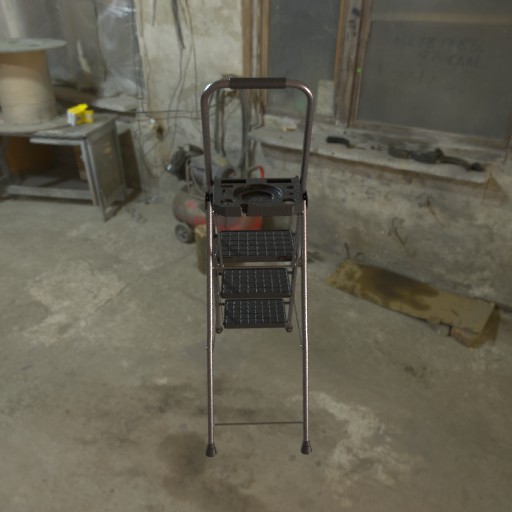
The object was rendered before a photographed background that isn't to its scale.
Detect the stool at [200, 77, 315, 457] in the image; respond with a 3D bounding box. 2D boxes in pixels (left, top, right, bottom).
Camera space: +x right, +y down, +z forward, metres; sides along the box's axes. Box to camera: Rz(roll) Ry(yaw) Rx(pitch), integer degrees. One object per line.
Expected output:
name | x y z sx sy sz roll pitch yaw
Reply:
stool | 0.000 0.000 1.620 0.396 1.277 0.733 -1 31 -1
